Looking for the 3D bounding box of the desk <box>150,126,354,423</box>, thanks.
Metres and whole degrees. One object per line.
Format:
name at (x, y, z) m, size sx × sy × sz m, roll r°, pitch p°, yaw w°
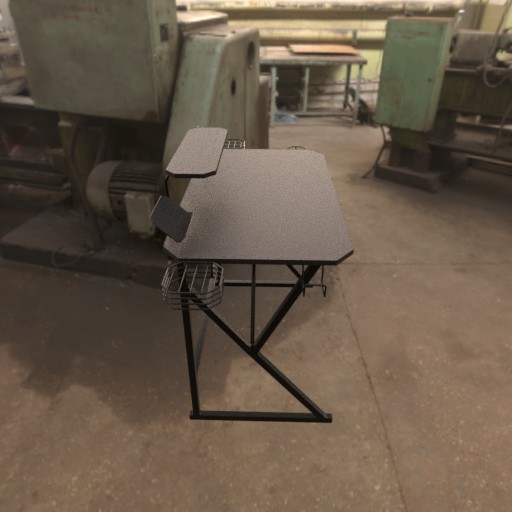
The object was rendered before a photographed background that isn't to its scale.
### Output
desk at (0.000, 0.000, 1.769) m, size 0.580 × 0.880 × 1.290 m, roll 1°, pitch 31°, yaw 1°
